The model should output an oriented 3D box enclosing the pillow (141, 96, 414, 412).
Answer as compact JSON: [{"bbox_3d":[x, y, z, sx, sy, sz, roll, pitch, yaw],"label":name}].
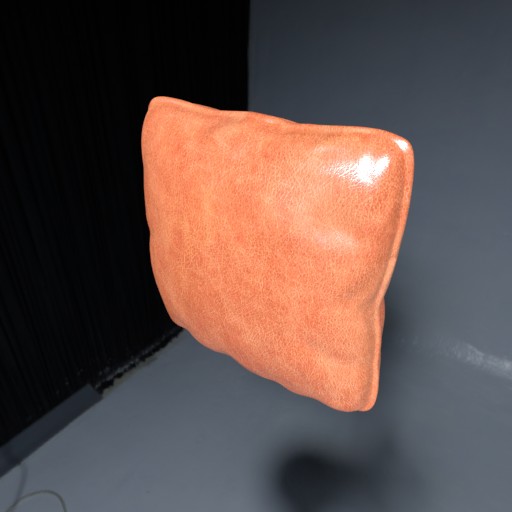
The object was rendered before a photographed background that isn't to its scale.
[{"bbox_3d":[0.000,0.000,0.828,0.532,0.523,0.236,20,35,32],"label":"pillow"}]
